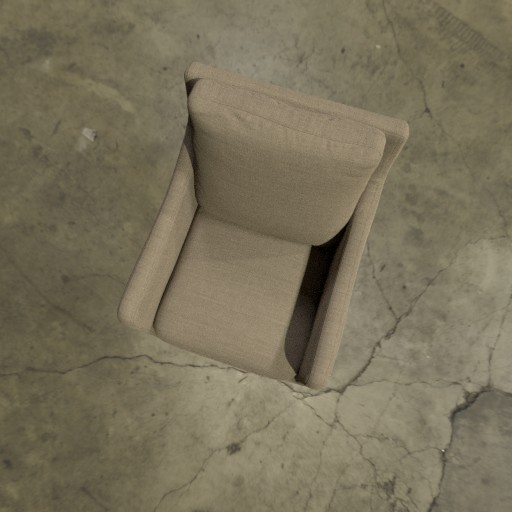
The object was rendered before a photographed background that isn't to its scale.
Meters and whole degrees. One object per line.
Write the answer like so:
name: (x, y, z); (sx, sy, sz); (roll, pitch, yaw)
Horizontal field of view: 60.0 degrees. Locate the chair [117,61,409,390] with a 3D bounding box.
chair: (0.000, 0.000, 1.416); (0.626, 0.914, 0.694); (18, 76, 5)
